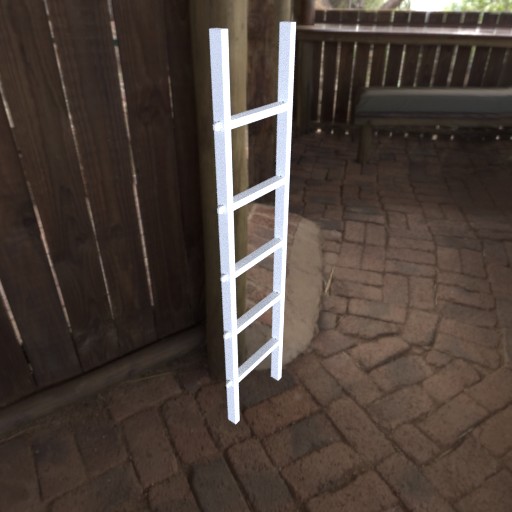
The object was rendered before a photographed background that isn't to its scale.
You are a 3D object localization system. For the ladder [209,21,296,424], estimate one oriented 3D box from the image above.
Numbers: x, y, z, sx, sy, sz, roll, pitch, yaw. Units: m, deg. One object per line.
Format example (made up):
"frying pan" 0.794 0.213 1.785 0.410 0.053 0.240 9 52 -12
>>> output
"ladder" 0.000 0.000 1.941 0.051 1.797 0.452 22 38 32
